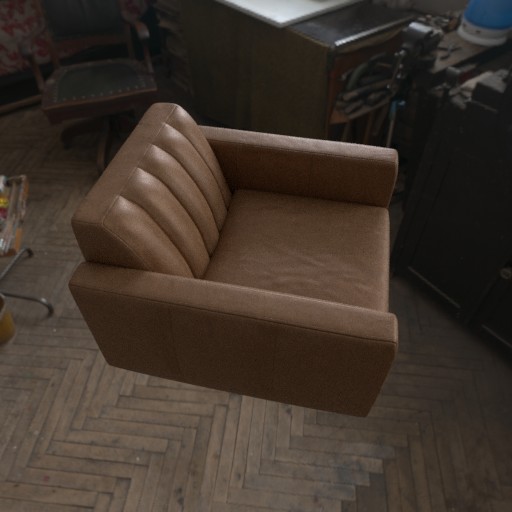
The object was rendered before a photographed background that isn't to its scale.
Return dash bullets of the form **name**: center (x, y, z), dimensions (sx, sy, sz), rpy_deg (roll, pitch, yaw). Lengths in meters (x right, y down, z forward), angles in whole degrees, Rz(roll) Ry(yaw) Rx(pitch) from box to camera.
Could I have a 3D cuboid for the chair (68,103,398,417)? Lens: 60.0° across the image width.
- **chair**: center (0.000, 0.000, 1.698), dimensions (0.998, 0.819, 0.953), rpy_deg (9, 49, 8)
